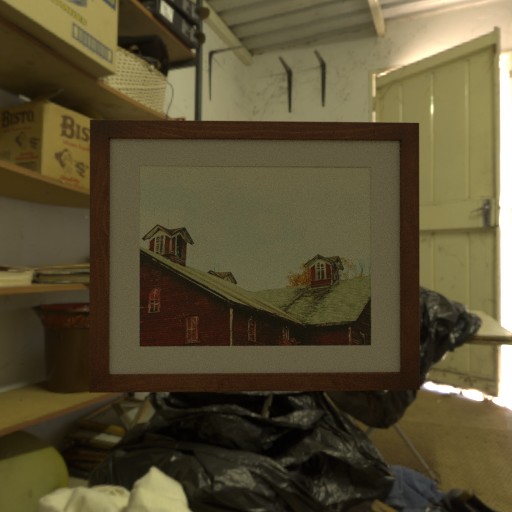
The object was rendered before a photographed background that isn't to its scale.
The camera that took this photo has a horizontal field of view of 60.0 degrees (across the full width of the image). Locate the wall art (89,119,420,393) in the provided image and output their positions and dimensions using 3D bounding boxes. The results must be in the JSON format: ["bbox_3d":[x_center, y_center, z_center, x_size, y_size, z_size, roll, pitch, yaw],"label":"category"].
[{"bbox_3d":[0.000,0.000,0.766,0.558,0.457,0.033,0,0,-2],"label":"wall art"}]
